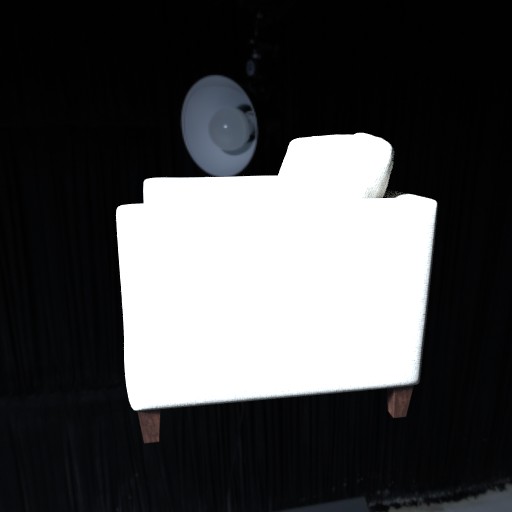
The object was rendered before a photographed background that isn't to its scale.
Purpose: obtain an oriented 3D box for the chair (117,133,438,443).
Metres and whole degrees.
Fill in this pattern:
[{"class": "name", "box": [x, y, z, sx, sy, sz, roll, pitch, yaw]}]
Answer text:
[{"class": "chair", "box": [0.000, 0.000, 1.743, 0.959, 0.919, 0.996, -2, 15, -9]}]
